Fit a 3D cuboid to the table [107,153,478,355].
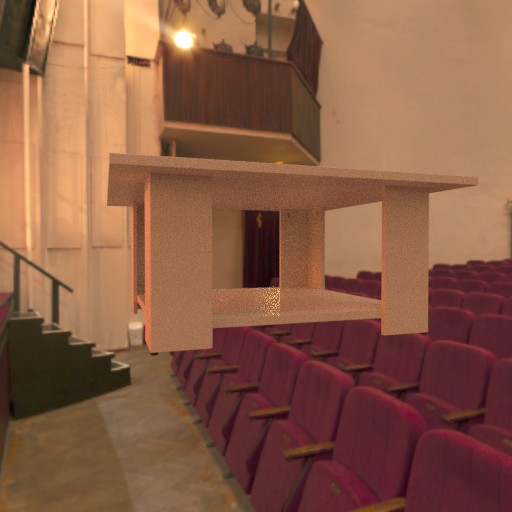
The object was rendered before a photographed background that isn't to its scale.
[{"bbox_3d":[0.000,0.000,1.059,0.670,0.305,0.670,0,1,-19],"label":"table"}]
